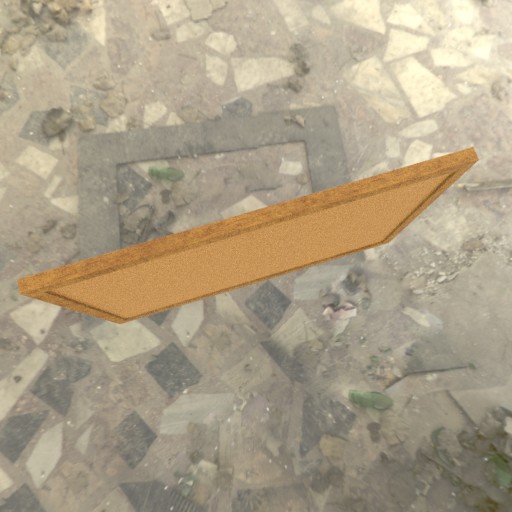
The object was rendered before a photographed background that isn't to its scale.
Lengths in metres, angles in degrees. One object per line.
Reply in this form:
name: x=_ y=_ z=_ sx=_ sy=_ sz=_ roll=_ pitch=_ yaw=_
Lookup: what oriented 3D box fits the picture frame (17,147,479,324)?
picture frame: x=0.000 y=0.000 z=1.156 sx=0.922 sy=0.621 sz=0.029 roll=-17 pitch=77 yaw=-4
